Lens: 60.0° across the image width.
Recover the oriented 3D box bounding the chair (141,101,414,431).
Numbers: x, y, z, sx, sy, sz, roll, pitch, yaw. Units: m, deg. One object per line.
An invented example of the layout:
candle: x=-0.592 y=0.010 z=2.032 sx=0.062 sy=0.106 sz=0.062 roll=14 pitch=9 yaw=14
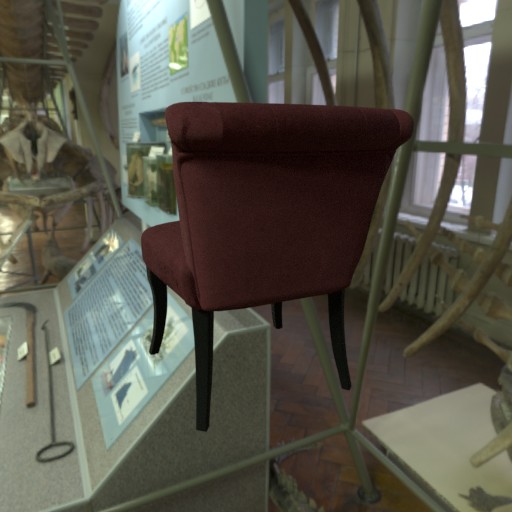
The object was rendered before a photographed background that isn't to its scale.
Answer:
chair: x=0.000 y=0.000 z=1.207 sx=0.582 sy=0.750 sz=0.605 roll=-7 pitch=16 yaw=-25
